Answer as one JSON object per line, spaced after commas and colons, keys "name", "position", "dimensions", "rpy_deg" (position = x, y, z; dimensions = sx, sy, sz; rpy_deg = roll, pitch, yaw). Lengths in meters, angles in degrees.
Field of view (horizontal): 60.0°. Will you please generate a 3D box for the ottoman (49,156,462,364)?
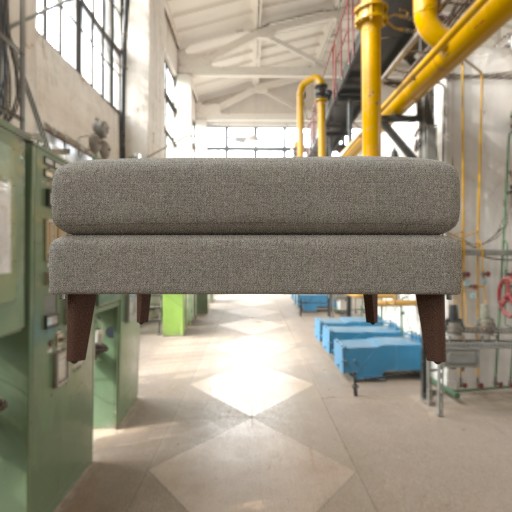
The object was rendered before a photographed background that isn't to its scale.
{"name": "ottoman", "position": [0.000, 0.000, 1.164], "dimensions": [0.821, 0.441, 0.611], "rpy_deg": [0, 0, 0]}
